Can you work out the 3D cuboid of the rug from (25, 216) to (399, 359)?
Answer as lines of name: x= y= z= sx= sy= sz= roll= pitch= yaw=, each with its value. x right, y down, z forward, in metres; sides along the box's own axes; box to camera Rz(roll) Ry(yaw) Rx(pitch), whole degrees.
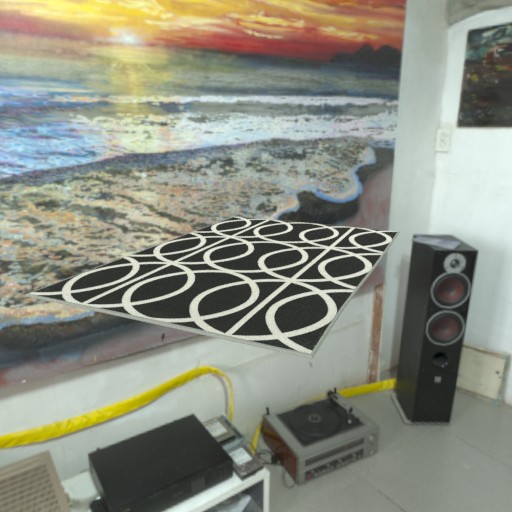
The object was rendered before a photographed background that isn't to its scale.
rug: x=0.000 y=0.000 z=2.924 sx=1.526 sy=0.014 sz=2.290 roll=7 pitch=18 yaw=24
